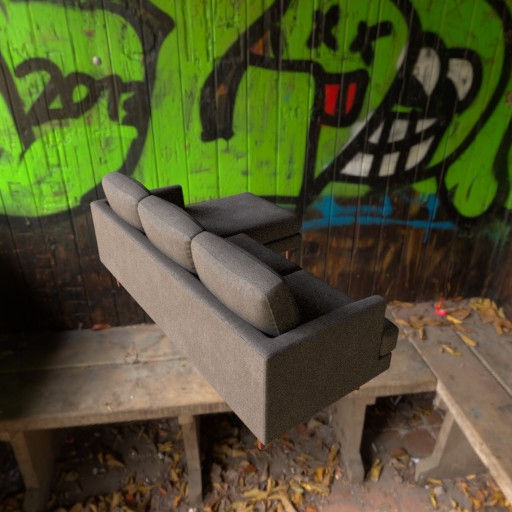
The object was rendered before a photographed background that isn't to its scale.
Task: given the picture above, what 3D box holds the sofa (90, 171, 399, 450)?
[{"bbox_3d":[0.000,0.000,3.053,1.504,0.956,2.233,-18,33,-31],"label":"sofa"}]
